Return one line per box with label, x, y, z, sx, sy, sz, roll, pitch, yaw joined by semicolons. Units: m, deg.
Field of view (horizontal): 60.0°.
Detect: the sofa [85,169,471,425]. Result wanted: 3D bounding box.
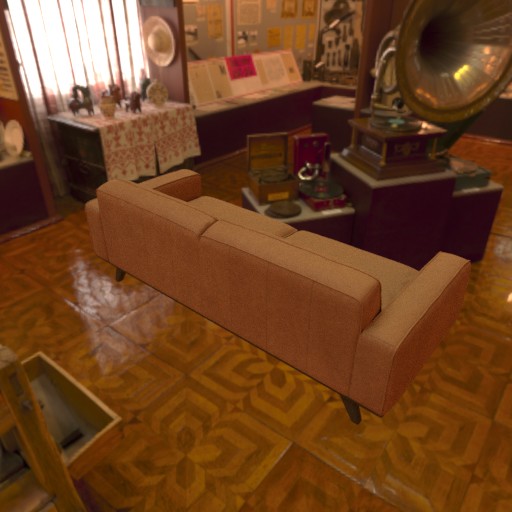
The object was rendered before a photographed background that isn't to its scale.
sofa;0.000;0.000;2.753;2.270;0.780;0.953;23;37;34
